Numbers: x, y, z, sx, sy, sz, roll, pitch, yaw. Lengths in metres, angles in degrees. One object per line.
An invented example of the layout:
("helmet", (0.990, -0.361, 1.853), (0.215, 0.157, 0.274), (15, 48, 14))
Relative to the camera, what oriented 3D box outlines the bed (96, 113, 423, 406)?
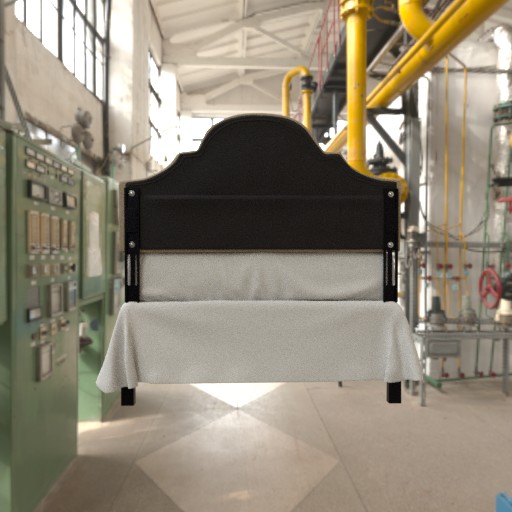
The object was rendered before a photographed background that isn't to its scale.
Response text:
("bed", (0.000, 0.000, 3.446), (1.780, 1.634, 2.222), (0, 1, -1))
